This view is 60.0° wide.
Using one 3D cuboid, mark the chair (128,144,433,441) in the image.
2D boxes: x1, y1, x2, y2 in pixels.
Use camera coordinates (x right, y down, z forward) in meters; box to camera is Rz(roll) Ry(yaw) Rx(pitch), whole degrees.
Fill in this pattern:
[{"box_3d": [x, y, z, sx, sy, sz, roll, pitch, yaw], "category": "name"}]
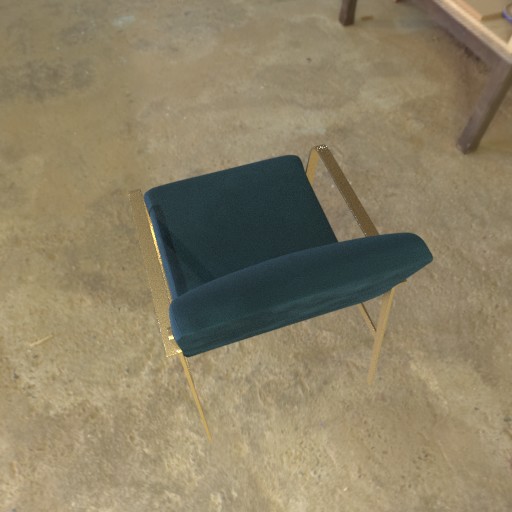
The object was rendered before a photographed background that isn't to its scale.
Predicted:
[{"box_3d": [0.000, 0.000, 1.483, 0.692, 0.831, 0.859, -16, 58, -10], "category": "chair"}]
